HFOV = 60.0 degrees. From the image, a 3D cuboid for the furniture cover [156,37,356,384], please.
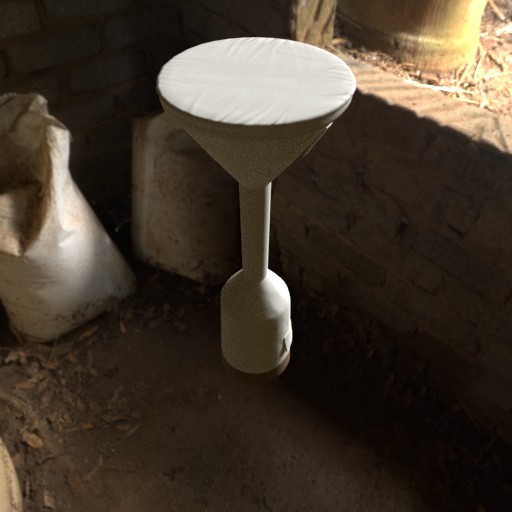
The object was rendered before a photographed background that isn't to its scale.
[{"bbox_3d":[0.000,0.000,2.906,0.914,2.413,0.914,9,47,9],"label":"furniture cover"}]
